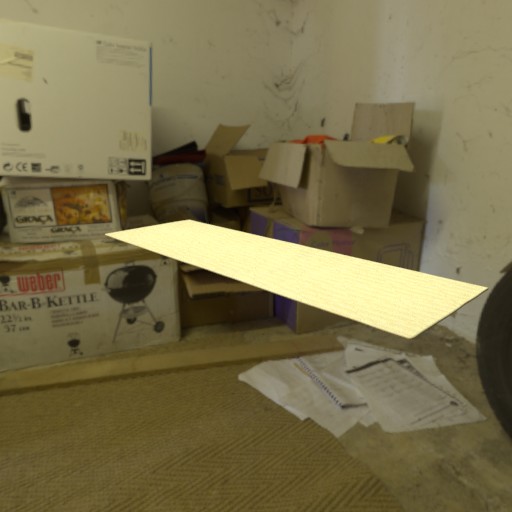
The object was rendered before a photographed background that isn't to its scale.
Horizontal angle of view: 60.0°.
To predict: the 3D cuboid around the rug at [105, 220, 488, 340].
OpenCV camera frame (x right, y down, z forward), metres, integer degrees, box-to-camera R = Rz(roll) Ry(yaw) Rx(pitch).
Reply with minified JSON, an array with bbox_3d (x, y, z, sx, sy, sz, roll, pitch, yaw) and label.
[{"bbox_3d":[0.000,0.000,2.744,0.793,0.014,2.450,-15,22,-43],"label":"rug"}]
